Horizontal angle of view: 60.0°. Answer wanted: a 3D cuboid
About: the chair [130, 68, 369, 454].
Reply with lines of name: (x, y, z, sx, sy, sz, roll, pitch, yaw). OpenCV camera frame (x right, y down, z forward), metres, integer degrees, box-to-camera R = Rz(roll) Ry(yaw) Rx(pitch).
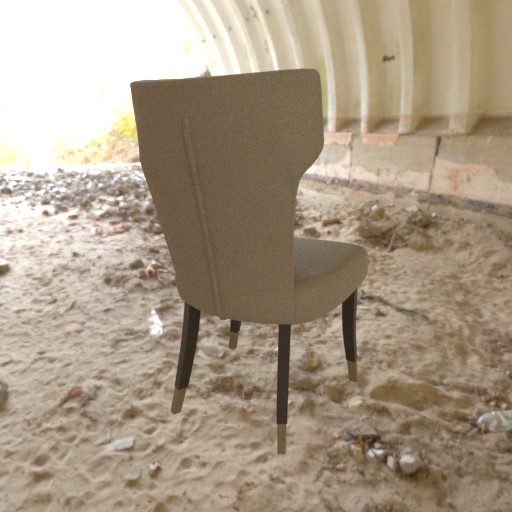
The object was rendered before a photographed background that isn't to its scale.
chair: (0.000, 0.000, 1.303, 0.526, 0.955, 0.630, 8, 18, 28)
